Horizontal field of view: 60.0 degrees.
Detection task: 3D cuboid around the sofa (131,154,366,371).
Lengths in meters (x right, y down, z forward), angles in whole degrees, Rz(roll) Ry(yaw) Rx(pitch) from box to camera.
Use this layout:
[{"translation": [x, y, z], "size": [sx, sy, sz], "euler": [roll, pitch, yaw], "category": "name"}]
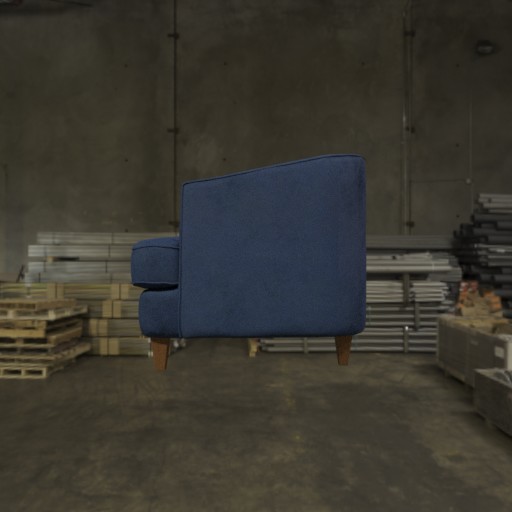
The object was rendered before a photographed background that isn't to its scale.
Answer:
[{"translation": [0.000, 0.000, 2.730], "size": [0.941, 0.855, 2.278], "euler": [0, 0, 0], "category": "sofa"}]
